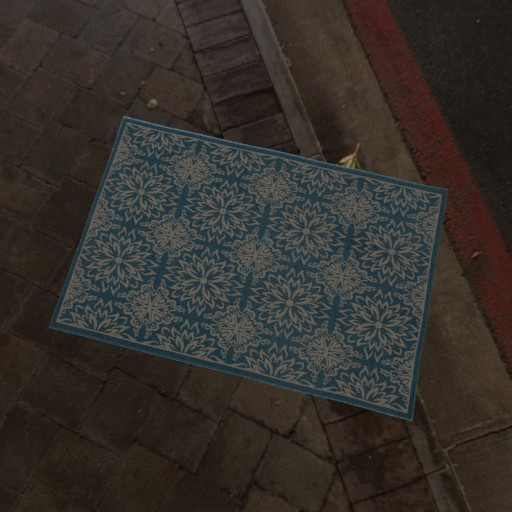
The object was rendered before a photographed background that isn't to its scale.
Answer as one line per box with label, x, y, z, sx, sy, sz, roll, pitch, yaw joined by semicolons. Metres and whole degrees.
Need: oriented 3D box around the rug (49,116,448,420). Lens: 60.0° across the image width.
rug;0.000;0.000;2.301;1.833;0.012;1.211;14;77;3
